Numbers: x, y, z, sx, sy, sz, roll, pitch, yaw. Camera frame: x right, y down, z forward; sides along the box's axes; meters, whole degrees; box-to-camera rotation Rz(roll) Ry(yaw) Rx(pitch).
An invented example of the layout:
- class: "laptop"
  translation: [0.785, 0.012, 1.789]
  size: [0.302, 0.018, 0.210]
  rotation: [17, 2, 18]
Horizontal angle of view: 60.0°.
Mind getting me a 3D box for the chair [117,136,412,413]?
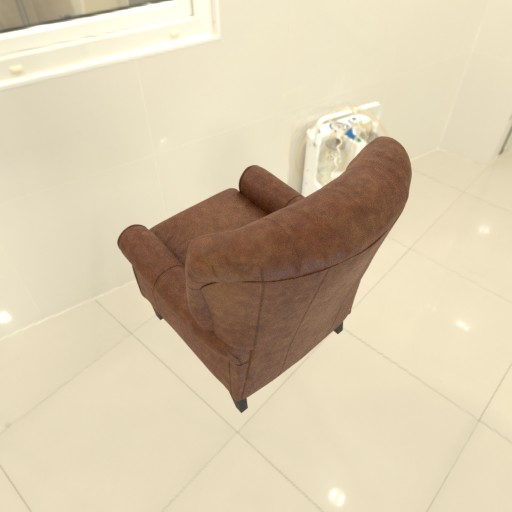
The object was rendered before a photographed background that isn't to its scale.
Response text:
- class: "chair"
  translation: [0.000, 0.000, 1.950]
  size: [0.951, 1.164, 1.059]
  rotation: [-32, 54, -27]
